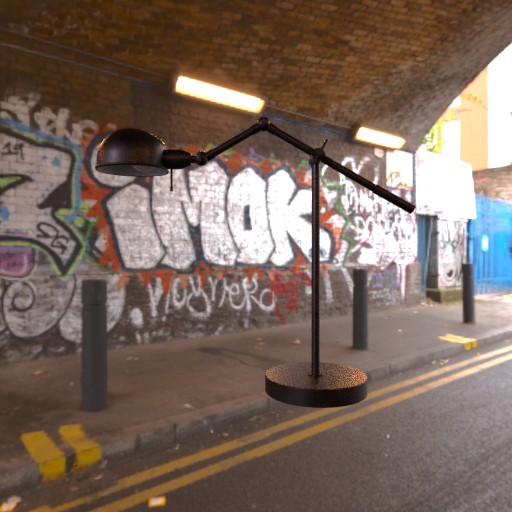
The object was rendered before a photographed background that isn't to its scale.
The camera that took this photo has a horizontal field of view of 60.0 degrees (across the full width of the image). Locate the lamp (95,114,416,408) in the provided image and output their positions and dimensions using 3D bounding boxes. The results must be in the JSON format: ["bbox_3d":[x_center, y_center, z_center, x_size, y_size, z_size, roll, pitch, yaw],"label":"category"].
[{"bbox_3d":[0.000,0.000,0.814,0.567,0.495,0.185,0,0,0],"label":"lamp"}]
